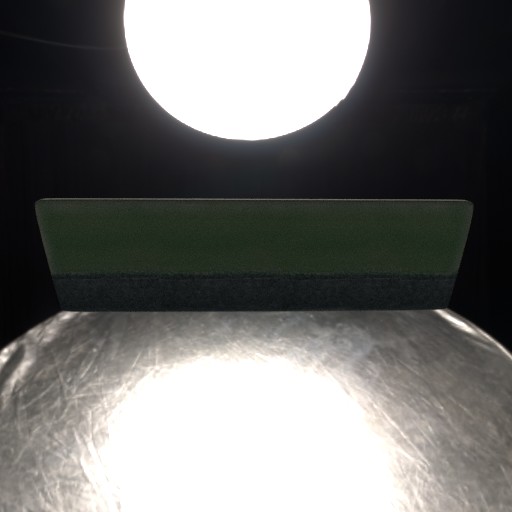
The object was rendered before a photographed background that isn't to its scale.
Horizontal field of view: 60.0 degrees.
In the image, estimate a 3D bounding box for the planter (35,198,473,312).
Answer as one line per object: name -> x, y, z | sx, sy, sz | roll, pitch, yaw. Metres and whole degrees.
planter -> 0.000, 0.000, 0.308 | 0.275, 0.072, 0.072 | 0, 1, -2
